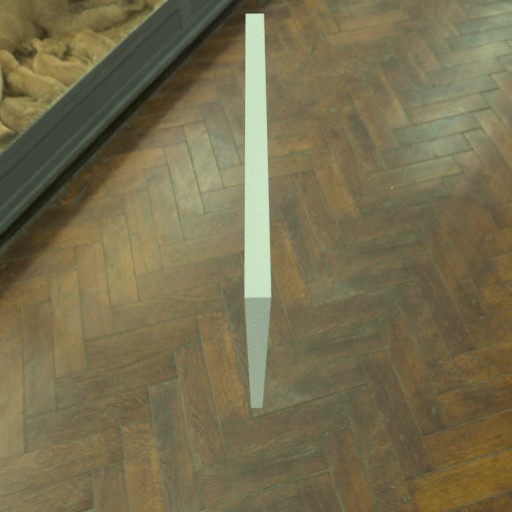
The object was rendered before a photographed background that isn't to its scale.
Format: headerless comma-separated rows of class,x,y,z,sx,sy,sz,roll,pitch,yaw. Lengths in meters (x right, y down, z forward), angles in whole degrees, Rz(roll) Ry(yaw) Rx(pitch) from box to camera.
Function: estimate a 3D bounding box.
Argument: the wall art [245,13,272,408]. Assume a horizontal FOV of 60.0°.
wall art,0.000,0.000,0.760,0.025,0.608,0.405,0,62,0
